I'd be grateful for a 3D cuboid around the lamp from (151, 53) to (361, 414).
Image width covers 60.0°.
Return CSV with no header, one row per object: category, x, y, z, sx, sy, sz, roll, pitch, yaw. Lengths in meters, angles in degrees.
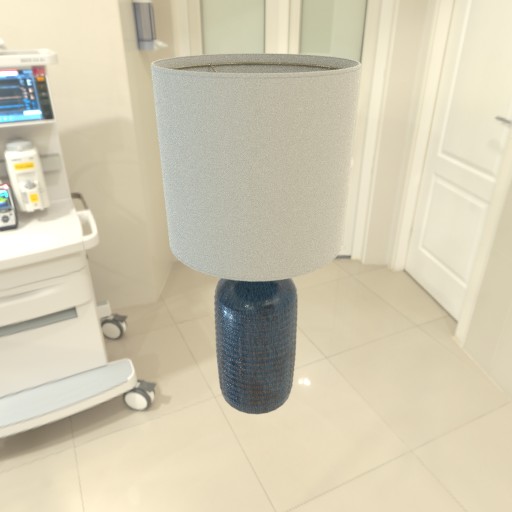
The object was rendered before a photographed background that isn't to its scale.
lamp,0.000,0.000,0.588,0.220,0.475,0.220,-9,30,-16
